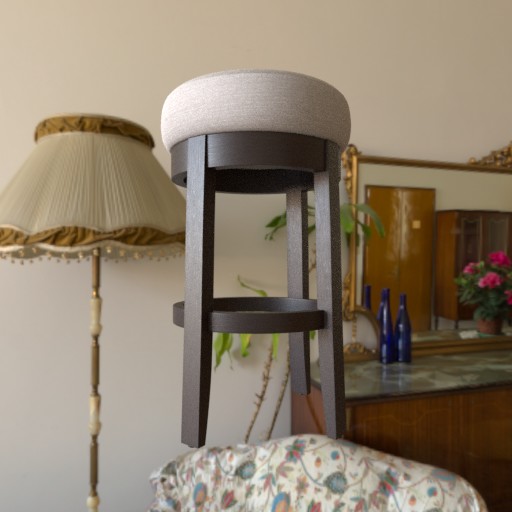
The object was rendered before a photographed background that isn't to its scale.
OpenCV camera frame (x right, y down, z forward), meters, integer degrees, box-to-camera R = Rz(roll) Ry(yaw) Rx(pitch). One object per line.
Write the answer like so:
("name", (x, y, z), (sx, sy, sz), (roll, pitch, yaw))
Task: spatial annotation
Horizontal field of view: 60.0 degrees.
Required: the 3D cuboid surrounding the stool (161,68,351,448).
("stool", (0.000, 0.000, 1.053), (0.443, 0.757, 0.443), (0, 0, 0))
